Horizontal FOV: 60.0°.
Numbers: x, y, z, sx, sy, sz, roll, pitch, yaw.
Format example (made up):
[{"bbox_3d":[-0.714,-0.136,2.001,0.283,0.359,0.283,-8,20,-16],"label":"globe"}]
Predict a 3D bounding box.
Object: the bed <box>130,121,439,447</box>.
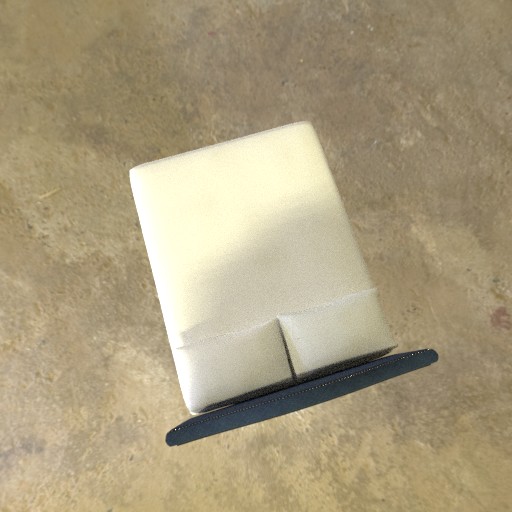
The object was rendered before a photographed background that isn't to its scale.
[{"bbox_3d":[0.000,0.000,3.330,1.713,1.518,2.153,-16,76,-4],"label":"bed"}]
